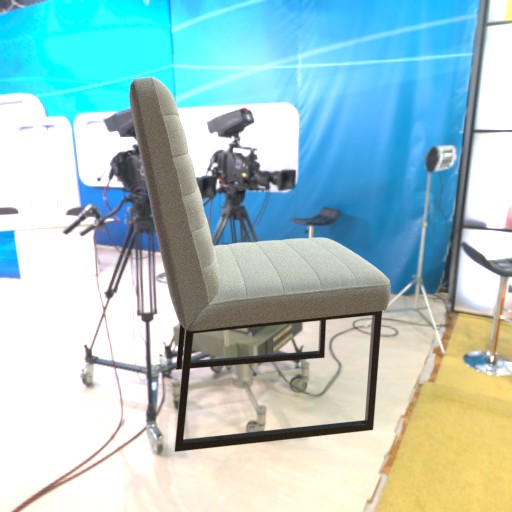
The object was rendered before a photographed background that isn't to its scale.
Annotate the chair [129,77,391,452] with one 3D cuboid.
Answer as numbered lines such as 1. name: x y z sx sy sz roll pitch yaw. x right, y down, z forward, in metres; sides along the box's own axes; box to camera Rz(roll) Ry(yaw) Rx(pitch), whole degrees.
1. chair: 0.000 0.000 1.316 0.634 0.930 0.520 -2 15 -9
